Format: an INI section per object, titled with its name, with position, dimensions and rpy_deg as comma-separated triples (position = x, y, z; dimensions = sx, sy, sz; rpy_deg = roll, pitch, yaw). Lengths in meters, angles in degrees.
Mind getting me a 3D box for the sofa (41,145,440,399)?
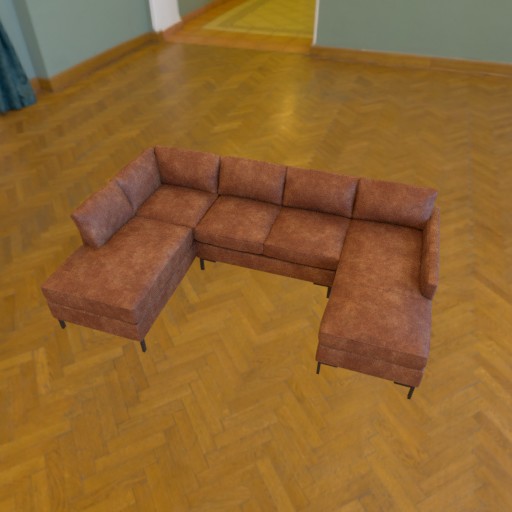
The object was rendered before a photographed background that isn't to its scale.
[sofa]
position = 0.000, 0.000, 3.848
dimensions = 2.956, 0.900, 1.939
rpy_deg = 12, 42, 14
